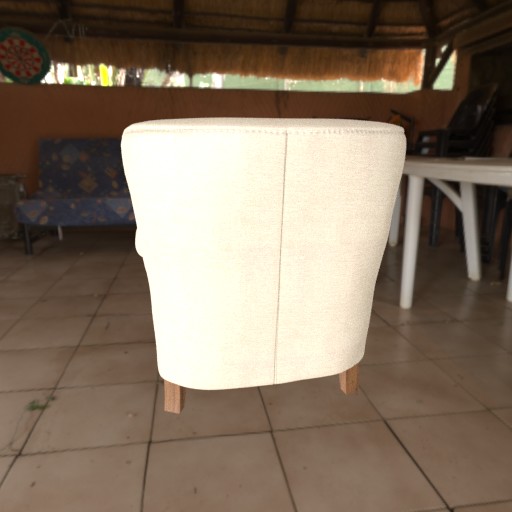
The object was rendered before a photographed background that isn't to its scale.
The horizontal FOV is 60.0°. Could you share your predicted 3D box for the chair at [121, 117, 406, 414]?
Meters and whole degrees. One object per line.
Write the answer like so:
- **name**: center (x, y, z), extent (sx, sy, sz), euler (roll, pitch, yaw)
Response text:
- **chair**: center (0.000, 0.000, 1.657), extent (0.861, 0.936, 0.921), euler (-2, 14, -10)
